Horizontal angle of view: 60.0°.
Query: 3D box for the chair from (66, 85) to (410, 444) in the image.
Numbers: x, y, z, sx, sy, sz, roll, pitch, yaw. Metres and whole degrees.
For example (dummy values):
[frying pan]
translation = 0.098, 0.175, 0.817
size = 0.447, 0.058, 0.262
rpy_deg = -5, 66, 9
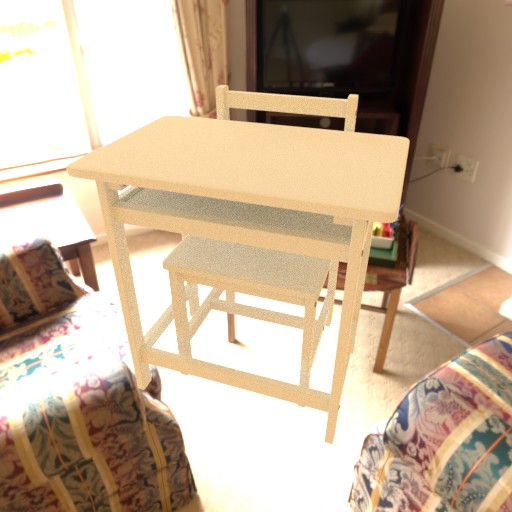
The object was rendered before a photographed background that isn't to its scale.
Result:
[chair]
translation = 0.000, 0.000, 1.061
size = 0.599, 0.673, 0.461
rpy_deg = 10, 34, 16
